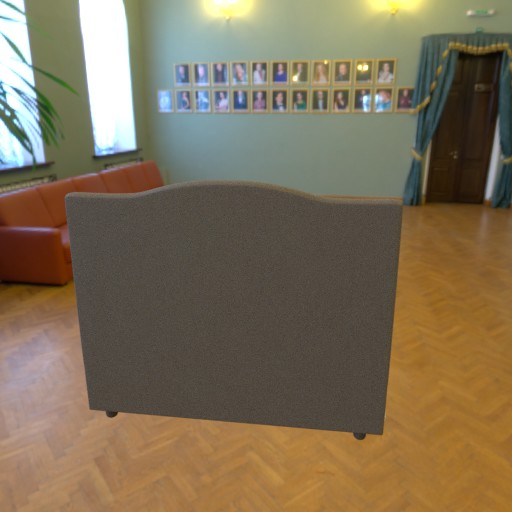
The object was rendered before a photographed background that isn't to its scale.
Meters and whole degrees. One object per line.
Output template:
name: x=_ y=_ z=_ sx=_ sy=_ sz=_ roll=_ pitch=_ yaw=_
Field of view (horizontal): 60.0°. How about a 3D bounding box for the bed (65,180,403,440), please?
bed: x=0.000 y=0.000 z=3.429 sx=1.821 sy=1.436 sz=2.282 roll=2 pitch=17 yaw=7
